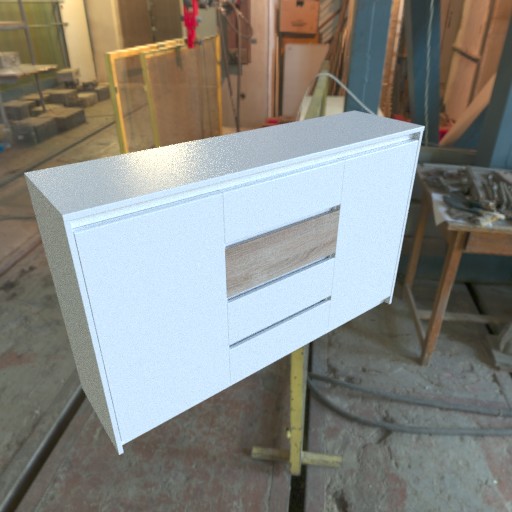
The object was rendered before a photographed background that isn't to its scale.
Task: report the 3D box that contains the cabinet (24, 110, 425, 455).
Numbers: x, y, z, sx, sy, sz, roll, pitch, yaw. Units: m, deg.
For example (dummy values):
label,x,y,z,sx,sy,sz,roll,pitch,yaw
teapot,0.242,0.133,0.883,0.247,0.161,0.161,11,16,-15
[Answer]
label,x,y,z,sx,sy,sz,roll,pitch,yaw
cabinet,0.000,0.000,1.795,1.450,0.900,0.380,-21,36,-32
